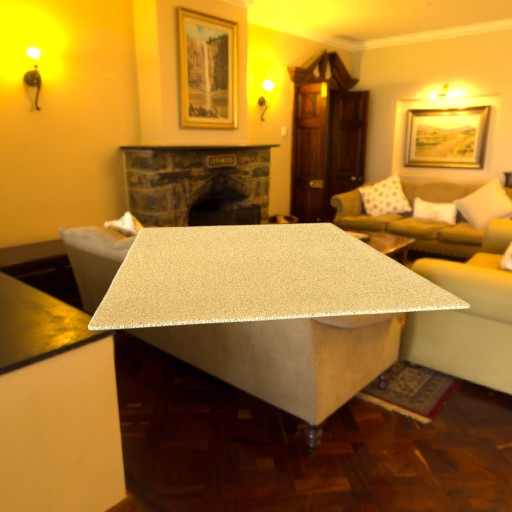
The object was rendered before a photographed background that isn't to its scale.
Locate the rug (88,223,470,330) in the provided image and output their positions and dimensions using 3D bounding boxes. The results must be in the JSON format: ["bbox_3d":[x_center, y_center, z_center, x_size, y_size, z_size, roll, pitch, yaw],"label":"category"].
[{"bbox_3d":[0.000,0.000,4.207,2.438,0.029,3.047,-2,15,-8],"label":"rug"}]
